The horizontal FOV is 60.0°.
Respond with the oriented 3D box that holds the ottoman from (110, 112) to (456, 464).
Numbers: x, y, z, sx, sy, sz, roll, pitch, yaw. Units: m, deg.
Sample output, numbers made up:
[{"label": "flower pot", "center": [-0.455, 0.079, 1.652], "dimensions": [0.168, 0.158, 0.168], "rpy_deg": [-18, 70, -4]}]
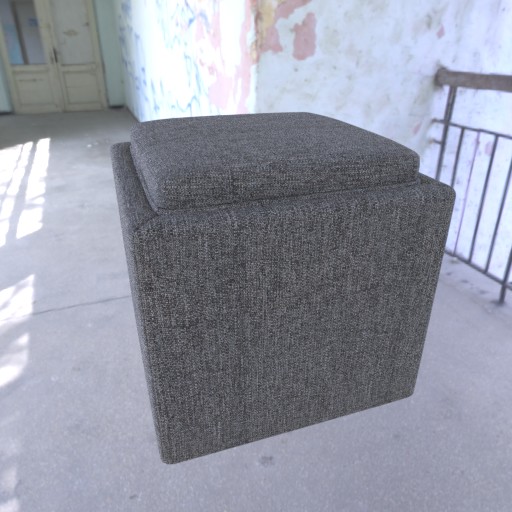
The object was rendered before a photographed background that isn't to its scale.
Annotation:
[{"label": "ottoman", "center": [0.000, 0.000, 0.812], "dimensions": [0.450, 0.460, 0.450], "rpy_deg": [-9, 29, -17]}]
